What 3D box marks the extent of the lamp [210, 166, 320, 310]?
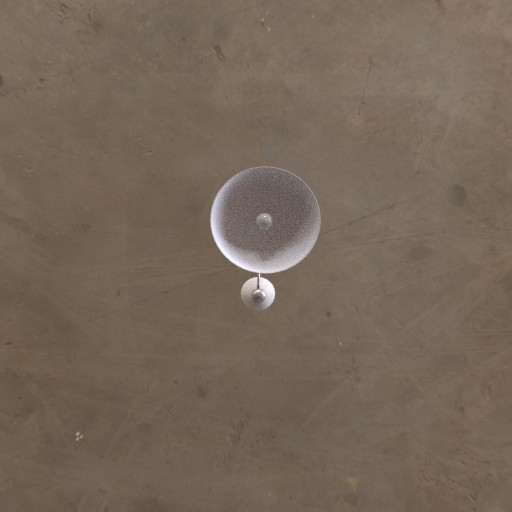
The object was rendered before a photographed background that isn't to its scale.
[{"bbox_3d":[0.000,0.000,1.994,0.279,1.804,0.425,0,89,-1],"label":"lamp"}]
